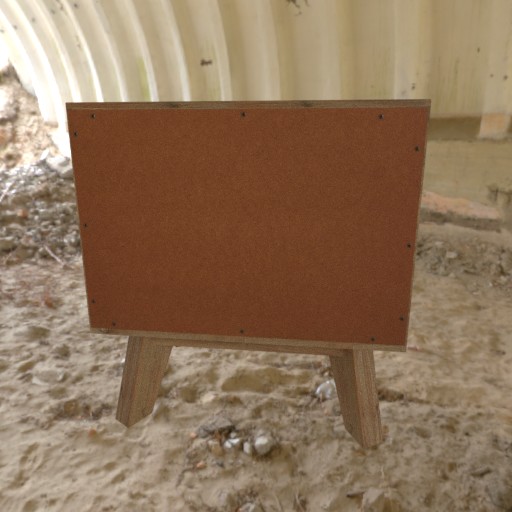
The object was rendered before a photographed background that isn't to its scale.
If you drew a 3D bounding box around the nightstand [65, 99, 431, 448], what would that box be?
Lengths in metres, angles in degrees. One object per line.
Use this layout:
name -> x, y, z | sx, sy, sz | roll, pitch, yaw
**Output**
nightstand -> 0.000, 0.000, 0.928 | 0.552, 0.589, 0.396 | 2, 16, 7
